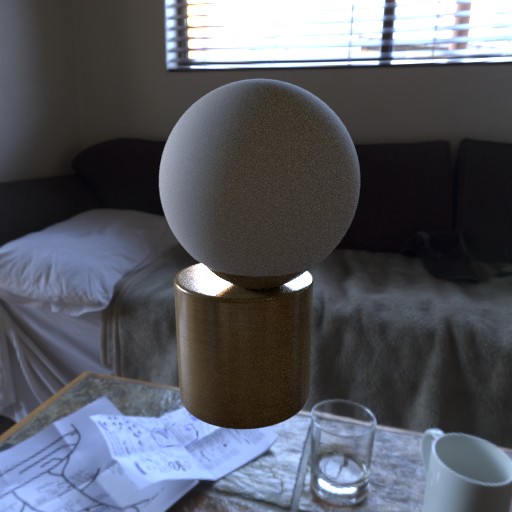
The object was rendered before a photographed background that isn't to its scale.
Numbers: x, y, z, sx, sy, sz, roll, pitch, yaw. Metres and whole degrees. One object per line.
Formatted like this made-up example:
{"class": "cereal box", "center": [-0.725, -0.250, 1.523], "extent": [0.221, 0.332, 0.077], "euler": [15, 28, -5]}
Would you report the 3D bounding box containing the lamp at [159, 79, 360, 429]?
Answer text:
{"class": "lamp", "center": [0.000, 0.000, 0.338], "extent": [0.141, 0.250, 0.152], "euler": [-8, 17, -27]}
